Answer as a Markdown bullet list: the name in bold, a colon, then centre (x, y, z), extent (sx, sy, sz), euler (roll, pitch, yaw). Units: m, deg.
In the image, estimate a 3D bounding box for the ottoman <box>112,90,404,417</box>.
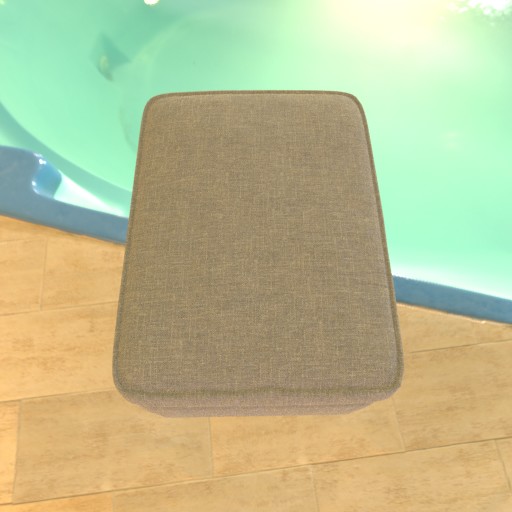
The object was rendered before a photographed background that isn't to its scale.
- **ottoman**: centre (0.000, 0.000, 1.132), extent (0.559, 0.457, 0.762), euler (-1, 64, 0)
